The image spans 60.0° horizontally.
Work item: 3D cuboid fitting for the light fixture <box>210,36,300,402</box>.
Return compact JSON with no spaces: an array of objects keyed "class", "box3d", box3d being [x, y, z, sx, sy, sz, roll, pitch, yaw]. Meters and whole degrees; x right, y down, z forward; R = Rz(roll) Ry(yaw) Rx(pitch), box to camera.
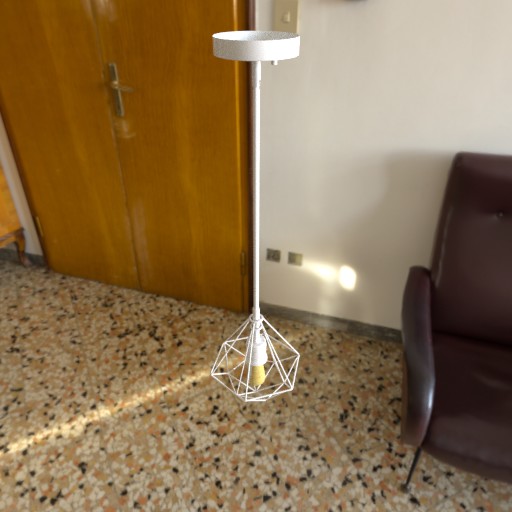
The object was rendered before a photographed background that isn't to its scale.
[{"class":"light fixture","box3d":[0.000,0.000,1.970,0.487,1.764,0.431,-9,33,-15]}]
